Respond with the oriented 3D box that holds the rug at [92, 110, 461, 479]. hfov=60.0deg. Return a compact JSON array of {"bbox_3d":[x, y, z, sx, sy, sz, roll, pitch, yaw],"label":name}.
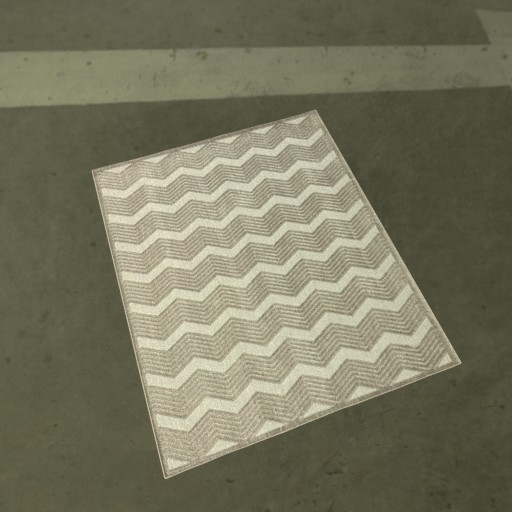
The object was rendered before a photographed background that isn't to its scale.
[{"bbox_3d":[0.000,0.000,3.911,2.391,0.005,2.880,-18,64,-9],"label":"rug"}]
